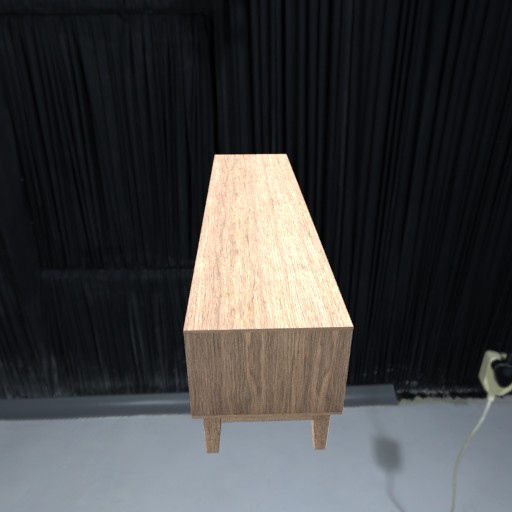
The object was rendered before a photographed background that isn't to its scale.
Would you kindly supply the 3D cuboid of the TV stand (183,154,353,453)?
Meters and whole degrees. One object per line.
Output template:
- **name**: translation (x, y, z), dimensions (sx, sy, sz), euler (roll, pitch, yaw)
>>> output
- **TV stand**: translation (0.000, 0.000, 1.705), dimensions (0.366, 0.409, 1.482), euler (-1, 27, -2)
